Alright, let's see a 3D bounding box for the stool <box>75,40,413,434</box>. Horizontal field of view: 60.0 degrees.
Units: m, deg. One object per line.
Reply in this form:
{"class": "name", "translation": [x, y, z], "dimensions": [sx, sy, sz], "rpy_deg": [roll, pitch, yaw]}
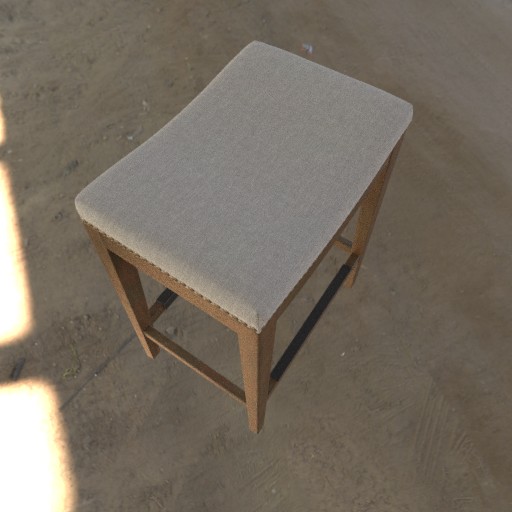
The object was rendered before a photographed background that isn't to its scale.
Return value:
{"class": "stool", "translation": [0.000, 0.000, 0.959], "dimensions": [0.356, 0.660, 0.508], "rpy_deg": [30, 63, 17]}
